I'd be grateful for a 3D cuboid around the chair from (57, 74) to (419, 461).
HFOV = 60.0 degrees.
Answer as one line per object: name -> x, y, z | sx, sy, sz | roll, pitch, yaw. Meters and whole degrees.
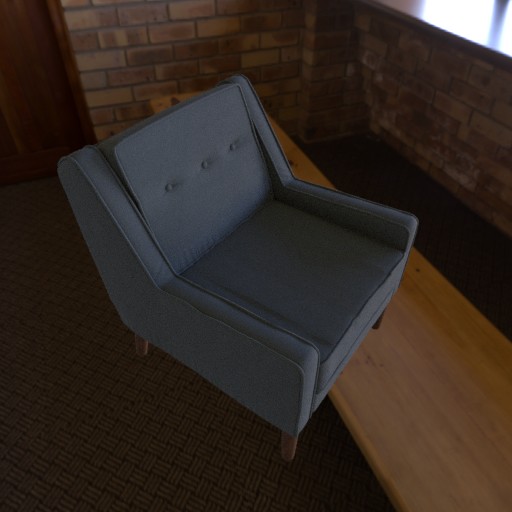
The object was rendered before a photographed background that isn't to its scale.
chair -> 0.000, 0.000, 1.312 | 0.733, 0.780, 0.663 | 26, 48, 26
